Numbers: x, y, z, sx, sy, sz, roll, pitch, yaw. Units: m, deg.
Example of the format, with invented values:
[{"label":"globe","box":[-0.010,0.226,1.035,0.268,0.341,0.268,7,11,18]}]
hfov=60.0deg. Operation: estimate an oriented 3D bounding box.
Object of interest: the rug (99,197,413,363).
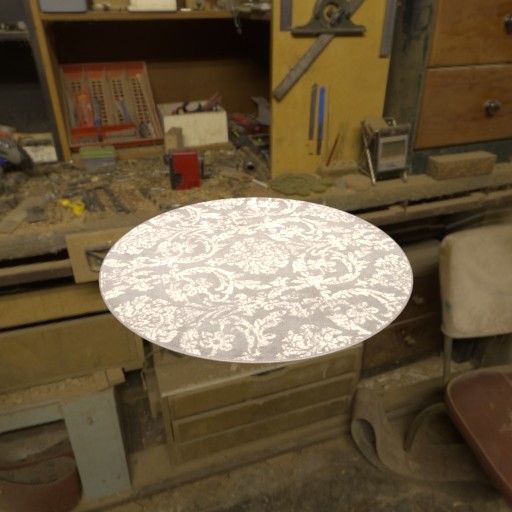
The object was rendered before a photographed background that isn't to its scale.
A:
[{"label":"rug","box":[0.000,0.000,2.350,1.593,0.012,1.593,0,30,0]}]
